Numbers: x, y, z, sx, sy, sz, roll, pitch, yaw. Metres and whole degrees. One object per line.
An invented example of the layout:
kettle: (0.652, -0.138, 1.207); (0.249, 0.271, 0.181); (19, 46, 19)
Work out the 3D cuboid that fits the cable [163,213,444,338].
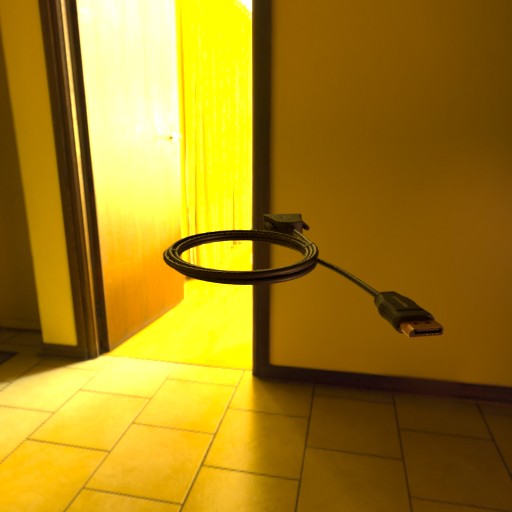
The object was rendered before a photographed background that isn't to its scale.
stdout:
cable: (0.000, 0.000, 0.327); (0.136, 0.015, 0.281); (-2, 15, -8)
